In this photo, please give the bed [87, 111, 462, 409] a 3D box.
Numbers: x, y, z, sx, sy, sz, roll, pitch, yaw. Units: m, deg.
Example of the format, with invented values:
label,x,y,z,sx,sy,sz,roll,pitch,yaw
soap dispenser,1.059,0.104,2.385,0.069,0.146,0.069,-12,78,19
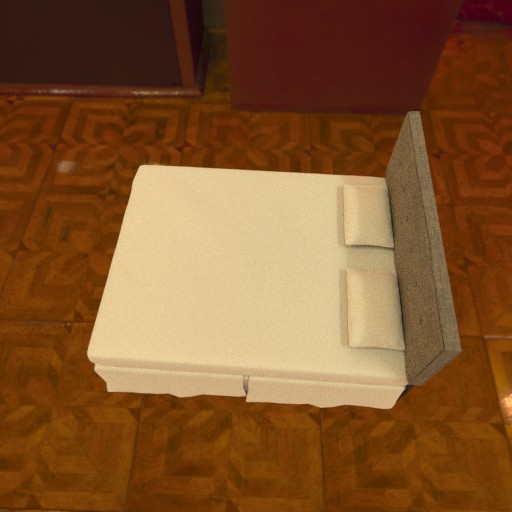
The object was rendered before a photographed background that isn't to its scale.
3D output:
label,x,y,z,sx,sy,sz,roll,pitch,yaw
bed,0.000,0.000,2.922,1.958,1.168,1.621,3,59,2
